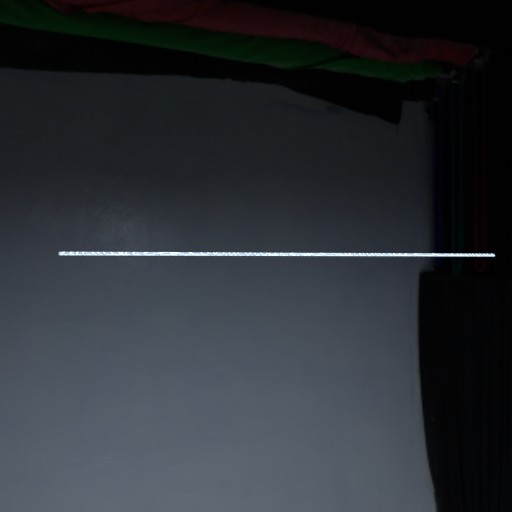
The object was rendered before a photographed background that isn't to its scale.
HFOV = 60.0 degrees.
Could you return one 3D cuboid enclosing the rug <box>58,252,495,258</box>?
[{"bbox_3d":[0.000,0.000,4.080,3.042,0.021,2.456,0,0,-17],"label":"rug"}]
